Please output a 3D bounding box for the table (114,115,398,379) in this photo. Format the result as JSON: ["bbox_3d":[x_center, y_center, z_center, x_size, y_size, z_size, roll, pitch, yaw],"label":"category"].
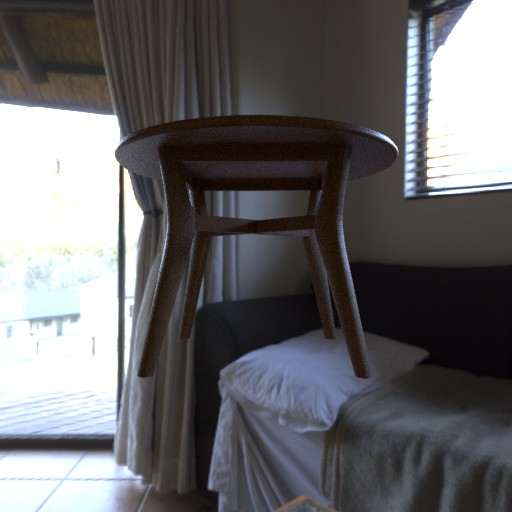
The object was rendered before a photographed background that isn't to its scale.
[{"bbox_3d":[0.000,0.000,1.722,1.055,0.757,1.055,0,-1,0],"label":"table"}]
